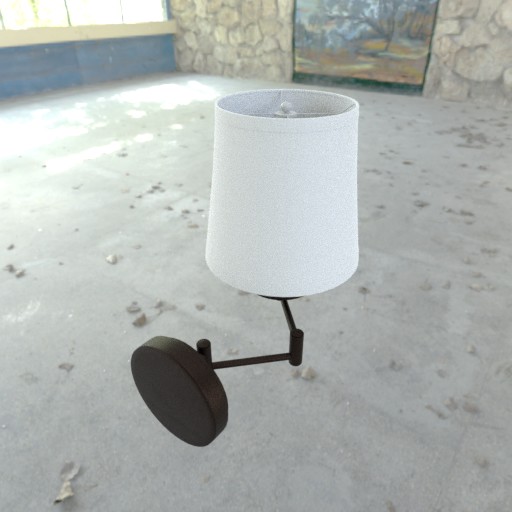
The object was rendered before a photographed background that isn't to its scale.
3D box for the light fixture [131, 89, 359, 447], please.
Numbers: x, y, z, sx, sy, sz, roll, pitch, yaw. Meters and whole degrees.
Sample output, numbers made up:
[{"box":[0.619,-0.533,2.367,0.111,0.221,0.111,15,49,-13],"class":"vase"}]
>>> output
[{"box":[0.000,0.000,0.270,0.100,0.172,0.157,21,36,31],"class":"light fixture"}]
